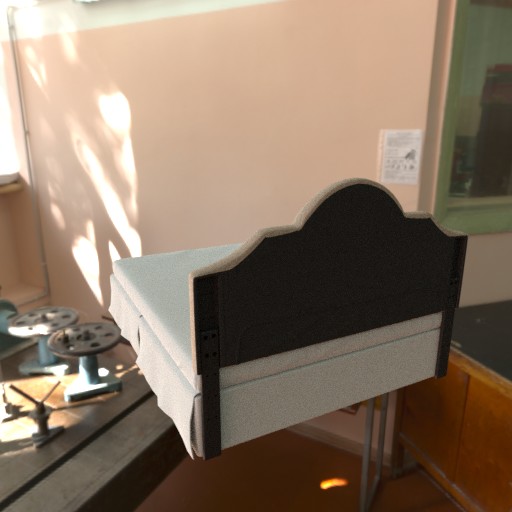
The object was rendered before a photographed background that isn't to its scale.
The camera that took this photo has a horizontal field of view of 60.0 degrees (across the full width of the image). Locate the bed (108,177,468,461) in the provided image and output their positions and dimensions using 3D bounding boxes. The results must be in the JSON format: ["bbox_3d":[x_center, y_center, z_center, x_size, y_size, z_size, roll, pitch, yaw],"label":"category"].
[{"bbox_3d":[0.000,0.000,2.948,1.667,1.194,1.970,-8,17,-27],"label":"bed"}]
